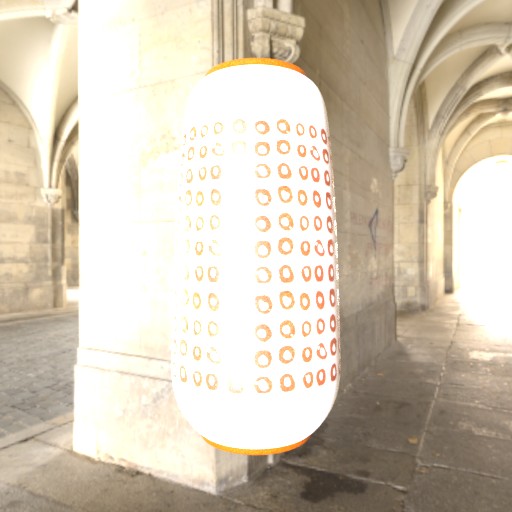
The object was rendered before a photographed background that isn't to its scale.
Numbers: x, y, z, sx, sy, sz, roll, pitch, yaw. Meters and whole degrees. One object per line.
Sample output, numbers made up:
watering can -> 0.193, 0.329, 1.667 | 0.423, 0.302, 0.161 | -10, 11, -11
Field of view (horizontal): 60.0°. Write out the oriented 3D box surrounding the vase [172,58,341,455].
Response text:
vase -> 0.000, 0.000, 0.355 | 0.133, 0.282, 0.133 | 0, 0, 0
